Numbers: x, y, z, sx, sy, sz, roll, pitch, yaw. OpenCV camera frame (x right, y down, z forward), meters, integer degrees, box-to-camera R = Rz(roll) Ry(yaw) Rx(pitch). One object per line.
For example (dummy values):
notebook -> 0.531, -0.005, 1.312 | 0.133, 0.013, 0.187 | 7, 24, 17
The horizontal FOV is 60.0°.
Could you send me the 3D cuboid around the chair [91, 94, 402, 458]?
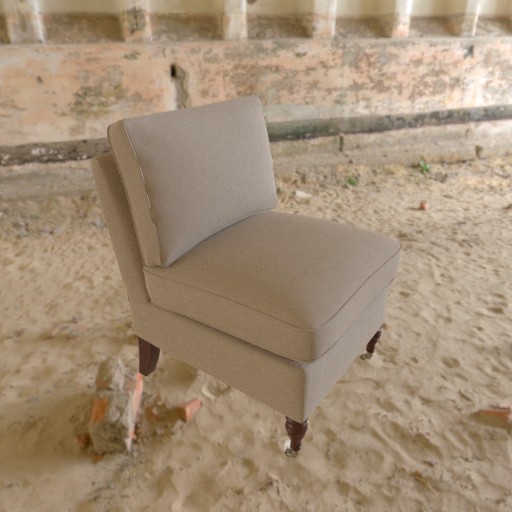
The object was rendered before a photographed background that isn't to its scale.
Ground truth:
chair -> 0.000, 0.000, 1.673 | 0.912, 1.052, 0.724 | 18, 32, 32
